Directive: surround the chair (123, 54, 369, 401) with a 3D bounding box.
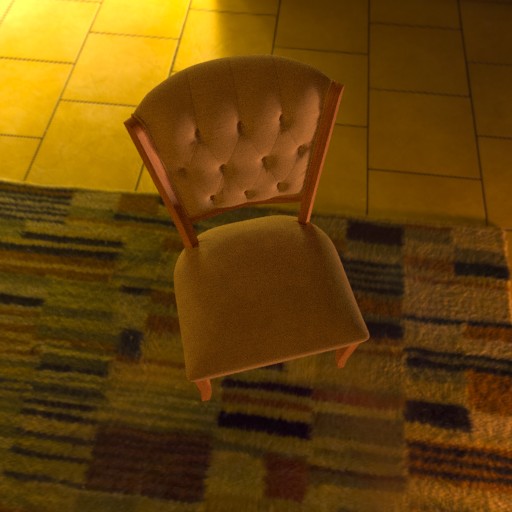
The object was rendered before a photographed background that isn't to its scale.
[{"bbox_3d":[0.000,0.000,1.263,0.513,0.905,0.584,-12,64,-6],"label":"chair"}]
